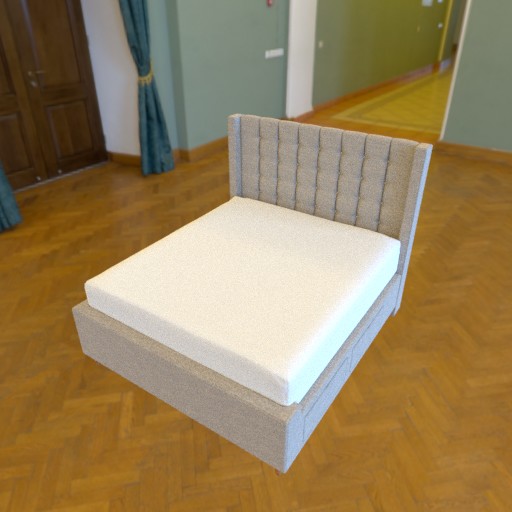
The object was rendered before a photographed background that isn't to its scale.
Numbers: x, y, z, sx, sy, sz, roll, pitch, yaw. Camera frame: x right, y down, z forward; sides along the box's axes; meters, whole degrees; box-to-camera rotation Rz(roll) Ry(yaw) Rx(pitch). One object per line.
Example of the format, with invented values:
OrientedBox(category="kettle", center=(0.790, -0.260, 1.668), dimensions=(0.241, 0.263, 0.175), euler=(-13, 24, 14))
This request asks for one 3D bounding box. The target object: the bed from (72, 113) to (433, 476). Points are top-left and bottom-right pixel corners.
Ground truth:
OrientedBox(category="bed", center=(0.000, 0.000, 3.840), dimensions=(2.044, 1.748, 2.372), euler=(19, 35, 29))
